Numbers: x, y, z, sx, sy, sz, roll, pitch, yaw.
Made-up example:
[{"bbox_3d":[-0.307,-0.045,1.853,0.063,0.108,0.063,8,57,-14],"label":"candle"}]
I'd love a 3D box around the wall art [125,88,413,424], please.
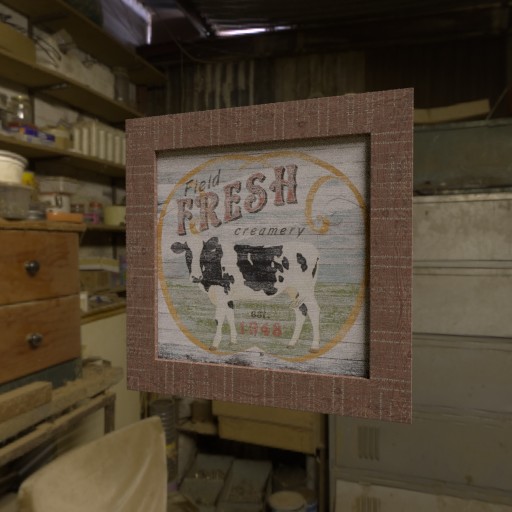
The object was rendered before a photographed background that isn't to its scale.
[{"bbox_3d":[0.000,0.000,0.799,0.531,0.531,0.029,0,1,19],"label":"wall art"}]
